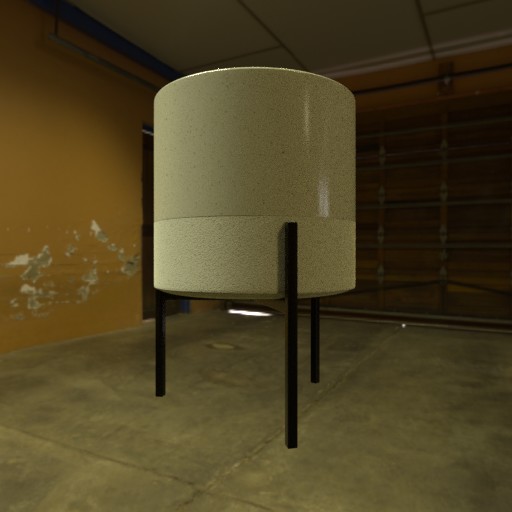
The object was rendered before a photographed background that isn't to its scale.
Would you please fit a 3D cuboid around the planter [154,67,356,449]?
[{"bbox_3d":[0.000,0.000,0.340,0.152,0.230,0.159,0,0,-16],"label":"planter"}]
